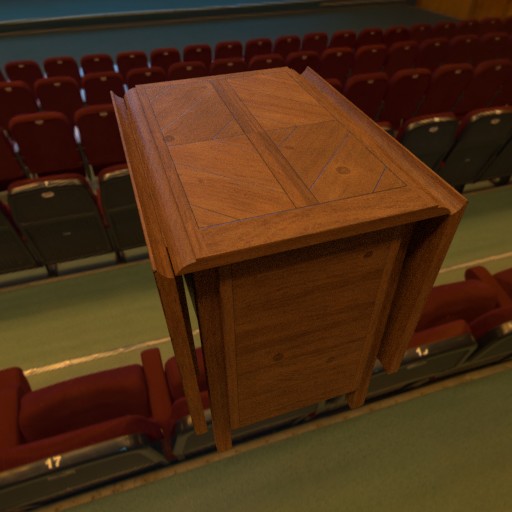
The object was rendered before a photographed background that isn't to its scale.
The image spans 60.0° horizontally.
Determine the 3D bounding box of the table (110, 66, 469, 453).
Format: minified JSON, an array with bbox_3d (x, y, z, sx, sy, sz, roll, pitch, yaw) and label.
[{"bbox_3d":[0.000,0.000,1.273,0.591,0.763,0.746,-13,44,-14],"label":"table"}]
